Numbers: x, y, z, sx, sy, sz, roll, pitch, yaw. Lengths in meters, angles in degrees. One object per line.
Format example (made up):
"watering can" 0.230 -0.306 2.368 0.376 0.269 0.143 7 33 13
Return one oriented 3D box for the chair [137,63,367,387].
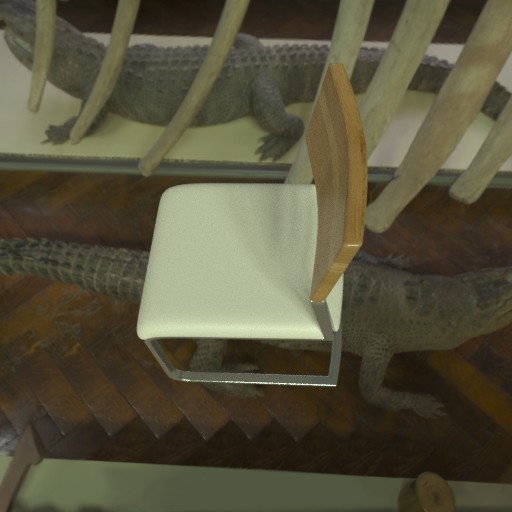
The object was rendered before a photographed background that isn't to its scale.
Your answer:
"chair" 0.000 0.000 1.186 0.585 0.844 0.467 2 59 1
